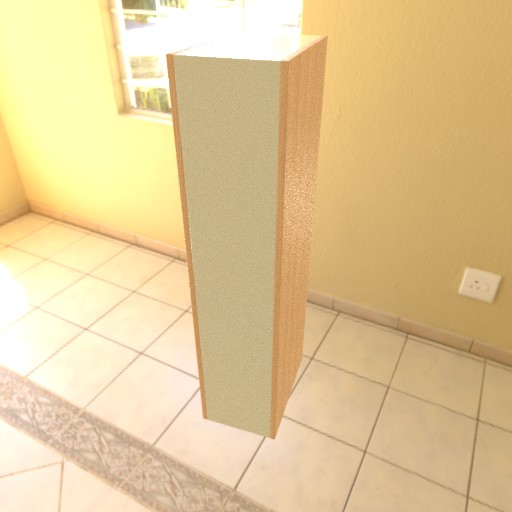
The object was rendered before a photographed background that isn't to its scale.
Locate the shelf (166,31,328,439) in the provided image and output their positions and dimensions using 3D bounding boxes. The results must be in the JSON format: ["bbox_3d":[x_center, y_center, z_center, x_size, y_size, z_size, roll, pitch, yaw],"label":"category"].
[{"bbox_3d":[0.000,0.000,1.012,0.197,0.882,0.290,10,35,15],"label":"shelf"}]
